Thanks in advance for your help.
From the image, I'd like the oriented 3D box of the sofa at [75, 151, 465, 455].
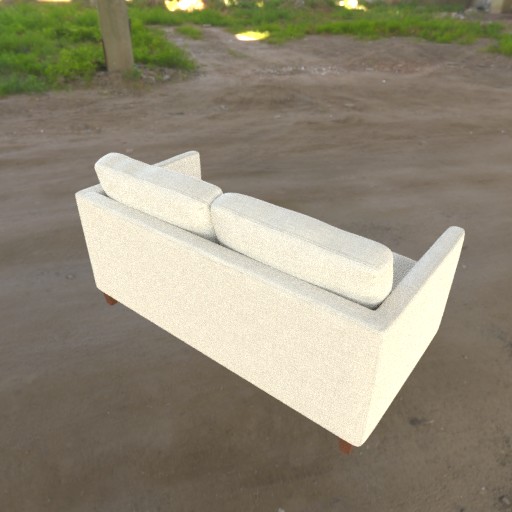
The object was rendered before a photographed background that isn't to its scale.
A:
[{"bbox_3d":[0.000,0.000,2.409,1.838,0.963,0.950,23,39,32],"label":"sofa"}]
